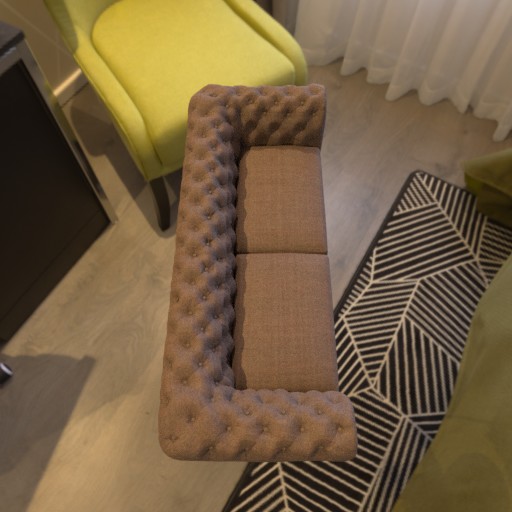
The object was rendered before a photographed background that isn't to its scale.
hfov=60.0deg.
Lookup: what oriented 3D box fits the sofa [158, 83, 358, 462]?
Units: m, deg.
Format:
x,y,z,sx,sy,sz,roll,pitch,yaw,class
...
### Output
x,y,z,sx,sy,sz,roll,pitch,yaw,class
0.000,0.000,2.808,0.944,0.787,2.385,0,63,0,sofa
